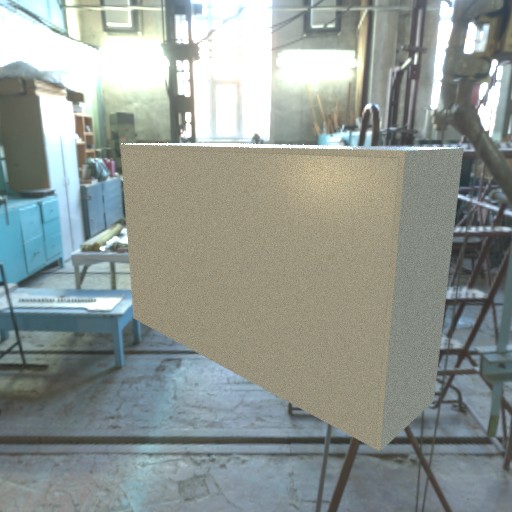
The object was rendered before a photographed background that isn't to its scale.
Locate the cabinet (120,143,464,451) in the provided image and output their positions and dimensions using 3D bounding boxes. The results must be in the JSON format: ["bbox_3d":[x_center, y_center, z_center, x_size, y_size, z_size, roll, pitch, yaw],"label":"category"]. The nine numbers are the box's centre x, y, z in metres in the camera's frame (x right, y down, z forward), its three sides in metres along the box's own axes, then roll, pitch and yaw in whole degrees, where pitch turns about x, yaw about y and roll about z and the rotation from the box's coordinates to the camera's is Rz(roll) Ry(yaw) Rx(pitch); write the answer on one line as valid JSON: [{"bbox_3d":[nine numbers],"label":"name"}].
[{"bbox_3d":[0.000,0.000,1.861,0.380,0.900,1.450,-15,21,-43],"label":"cabinet"}]
